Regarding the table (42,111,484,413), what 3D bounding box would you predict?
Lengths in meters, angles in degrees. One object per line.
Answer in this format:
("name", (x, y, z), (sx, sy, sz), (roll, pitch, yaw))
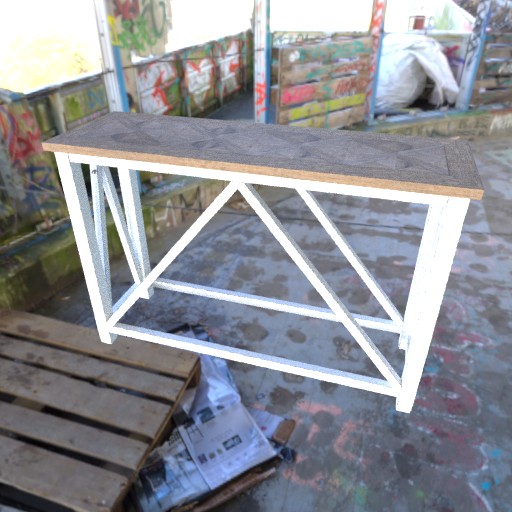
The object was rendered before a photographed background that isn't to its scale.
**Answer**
("table", (0.000, 0.000, 1.773), (1.400, 0.930, 0.450), (9, 33, 14))
